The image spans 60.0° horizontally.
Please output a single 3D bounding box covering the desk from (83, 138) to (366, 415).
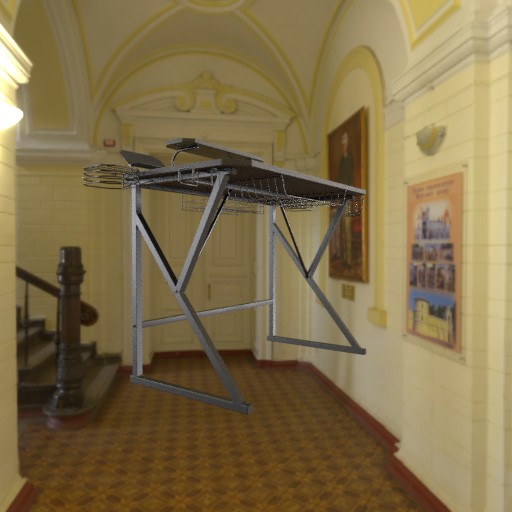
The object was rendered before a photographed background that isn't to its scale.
[{"bbox_3d":[0.000,0.000,1.775,0.580,0.880,1.290,1,2,36],"label":"desk"}]
